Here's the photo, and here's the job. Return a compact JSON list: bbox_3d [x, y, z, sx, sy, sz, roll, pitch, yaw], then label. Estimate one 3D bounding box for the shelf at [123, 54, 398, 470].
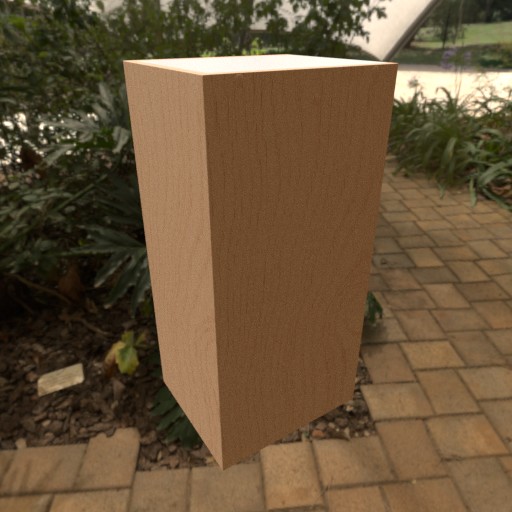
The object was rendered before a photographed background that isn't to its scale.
[{"bbox_3d":[0.000,0.000,0.746,0.290,0.600,0.250,-17,32,-29],"label":"shelf"}]
